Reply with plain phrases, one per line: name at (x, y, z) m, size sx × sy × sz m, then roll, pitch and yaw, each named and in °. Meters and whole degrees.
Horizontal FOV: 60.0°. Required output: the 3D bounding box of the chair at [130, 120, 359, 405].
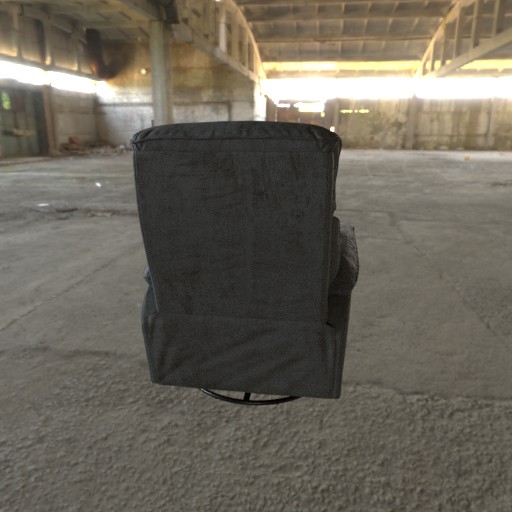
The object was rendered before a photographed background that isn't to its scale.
chair at (0.000, 0.000, 1.803) m, size 0.820 × 1.037 × 1.004 m, roll 2°, pitch 16°, yaw 8°
